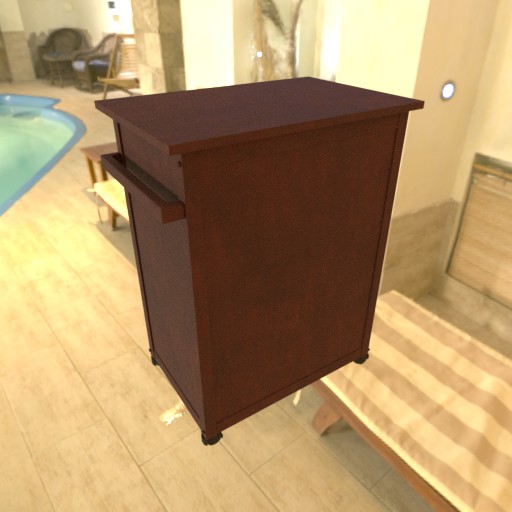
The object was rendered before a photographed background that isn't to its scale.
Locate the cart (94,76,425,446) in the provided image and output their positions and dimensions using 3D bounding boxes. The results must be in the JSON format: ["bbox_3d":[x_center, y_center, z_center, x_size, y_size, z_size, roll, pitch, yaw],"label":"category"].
[{"bbox_3d":[0.000,0.000,1.285,0.683,0.864,0.442,-18,35,-28],"label":"cart"}]
